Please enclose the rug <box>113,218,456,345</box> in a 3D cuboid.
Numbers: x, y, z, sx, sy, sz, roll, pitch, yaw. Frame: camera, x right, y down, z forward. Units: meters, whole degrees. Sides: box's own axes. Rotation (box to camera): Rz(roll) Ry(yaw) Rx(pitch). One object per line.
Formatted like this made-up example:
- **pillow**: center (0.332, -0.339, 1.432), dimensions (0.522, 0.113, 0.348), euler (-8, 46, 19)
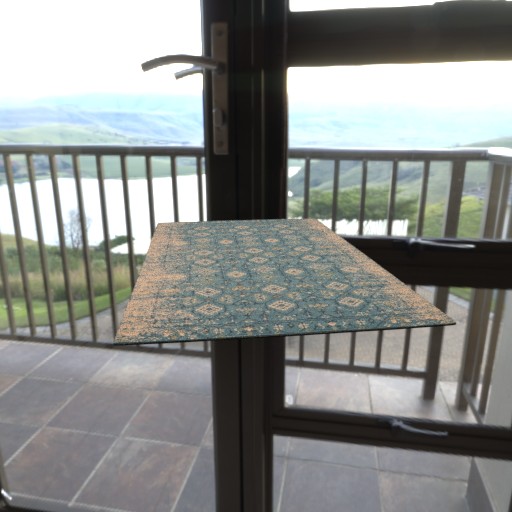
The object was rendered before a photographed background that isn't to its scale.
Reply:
- **rug**: center (0.000, 0.000, 2.230), dimensions (1.102, 0.008, 1.795), euler (-2, 16, -7)
